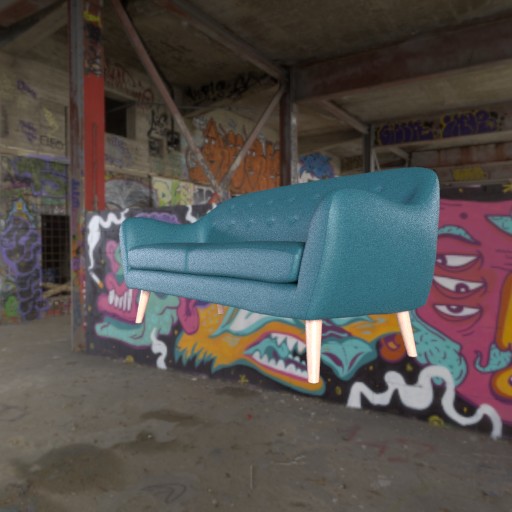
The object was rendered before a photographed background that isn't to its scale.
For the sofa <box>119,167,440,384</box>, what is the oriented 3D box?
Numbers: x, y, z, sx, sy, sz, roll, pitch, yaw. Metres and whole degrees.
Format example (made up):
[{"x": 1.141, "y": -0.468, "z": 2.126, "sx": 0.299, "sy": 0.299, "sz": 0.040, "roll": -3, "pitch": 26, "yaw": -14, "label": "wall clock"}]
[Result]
[{"x": 0.000, "y": 0.000, "z": 2.310, "sx": 0.820, "sy": 0.836, "sz": 1.840, "roll": -1, "pitch": 1, "yaw": -37, "label": "sofa"}]
